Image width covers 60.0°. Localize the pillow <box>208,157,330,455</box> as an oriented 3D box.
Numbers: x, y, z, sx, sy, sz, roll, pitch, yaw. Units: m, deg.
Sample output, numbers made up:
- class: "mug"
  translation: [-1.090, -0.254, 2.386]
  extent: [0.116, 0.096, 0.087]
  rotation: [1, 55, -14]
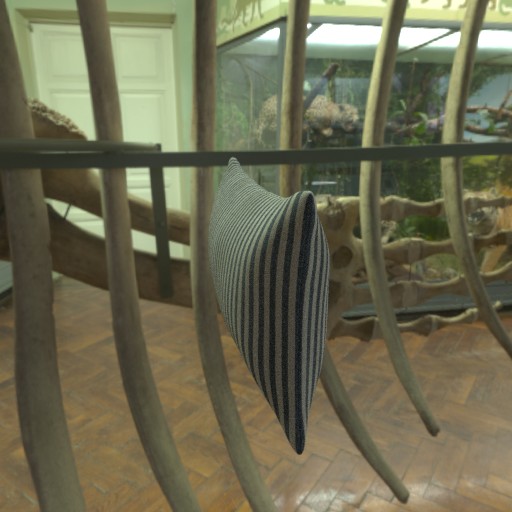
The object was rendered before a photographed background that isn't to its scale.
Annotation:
- class: "pillow"
  translation: [0.000, 0.000, 0.745]
  extent: [0.151, 0.295, 0.617]
  rotation: [-3, 16, -9]
